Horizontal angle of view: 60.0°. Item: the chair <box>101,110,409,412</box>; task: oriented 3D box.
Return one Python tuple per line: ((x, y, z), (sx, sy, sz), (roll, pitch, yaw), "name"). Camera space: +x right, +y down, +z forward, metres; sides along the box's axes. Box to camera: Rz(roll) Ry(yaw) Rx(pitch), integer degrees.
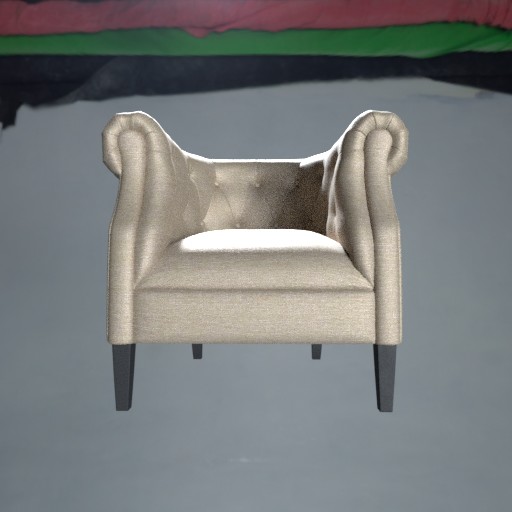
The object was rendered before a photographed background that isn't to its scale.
((0.000, 0.000, 1.551), (0.905, 0.827, 0.852), (0, -1, 1), "chair")
